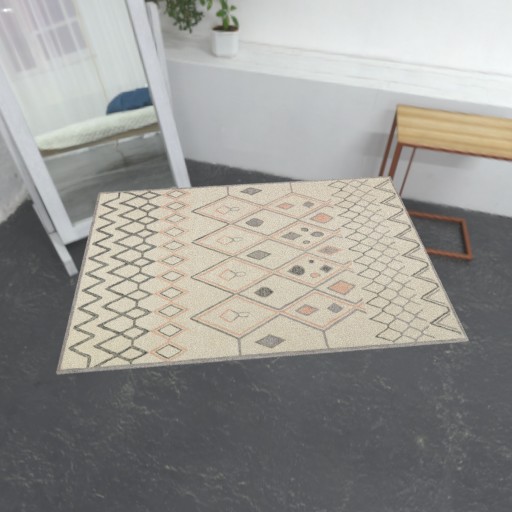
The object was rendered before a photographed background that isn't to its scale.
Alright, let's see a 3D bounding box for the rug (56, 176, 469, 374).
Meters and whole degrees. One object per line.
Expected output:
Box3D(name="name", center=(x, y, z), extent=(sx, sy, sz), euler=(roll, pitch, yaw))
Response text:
Box3D(name="rug", center=(0.000, 0.000, 2.364), extent=(1.829, 0.016, 1.219), euler=(-4, 48, -3))
